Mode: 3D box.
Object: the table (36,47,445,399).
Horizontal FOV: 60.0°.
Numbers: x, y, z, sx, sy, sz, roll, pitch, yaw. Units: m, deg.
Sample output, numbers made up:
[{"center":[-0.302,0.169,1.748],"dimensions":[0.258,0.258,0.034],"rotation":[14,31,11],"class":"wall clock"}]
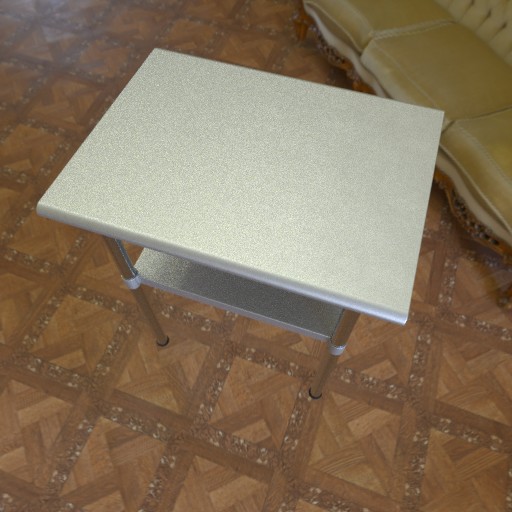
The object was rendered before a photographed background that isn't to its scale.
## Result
[{"center":[0.000,0.000,1.359],"dimensions":[0.762,0.876,0.584],"rotation":[16,60,10],"class":"table"}]
